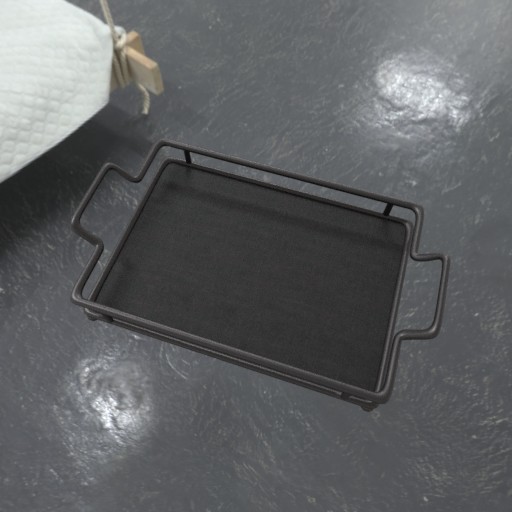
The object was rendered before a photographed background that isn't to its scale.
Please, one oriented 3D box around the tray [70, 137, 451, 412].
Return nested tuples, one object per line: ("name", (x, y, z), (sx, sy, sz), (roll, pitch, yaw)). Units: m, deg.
("tray", (0.000, 0.000, 0.623), (0.495, 0.101, 0.297), (16, 64, 8))
